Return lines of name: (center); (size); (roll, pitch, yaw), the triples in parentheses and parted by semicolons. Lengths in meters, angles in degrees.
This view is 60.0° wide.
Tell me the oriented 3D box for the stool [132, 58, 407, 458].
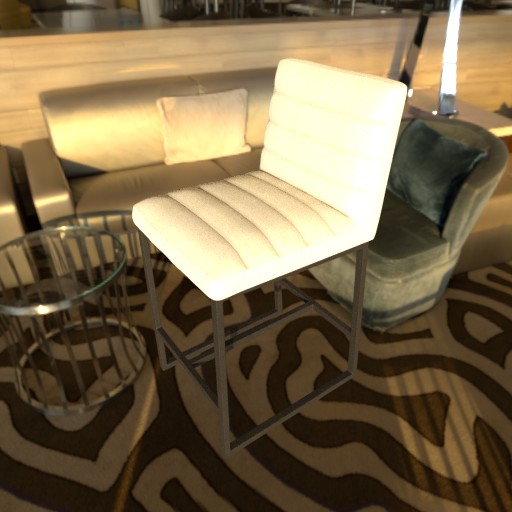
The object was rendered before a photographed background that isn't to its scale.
stool: (0.000, 0.000, 1.290); (0.567, 0.971, 0.459); (-21, 39, -29)
